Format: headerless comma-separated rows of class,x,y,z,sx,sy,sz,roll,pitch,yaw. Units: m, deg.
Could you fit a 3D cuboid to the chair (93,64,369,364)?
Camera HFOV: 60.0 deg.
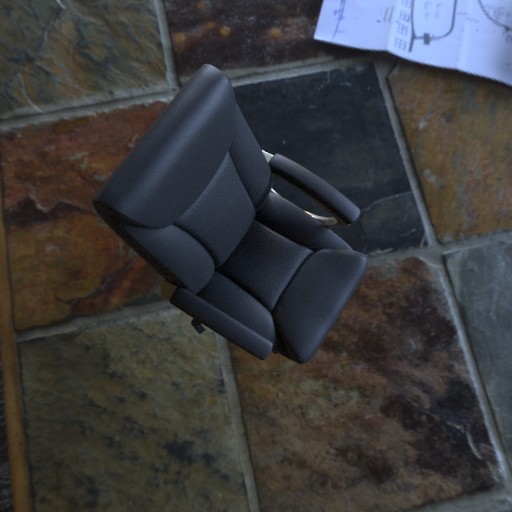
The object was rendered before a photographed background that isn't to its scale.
chair,0.000,0.000,1.623,0.748,1.188,0.694,33,78,8
